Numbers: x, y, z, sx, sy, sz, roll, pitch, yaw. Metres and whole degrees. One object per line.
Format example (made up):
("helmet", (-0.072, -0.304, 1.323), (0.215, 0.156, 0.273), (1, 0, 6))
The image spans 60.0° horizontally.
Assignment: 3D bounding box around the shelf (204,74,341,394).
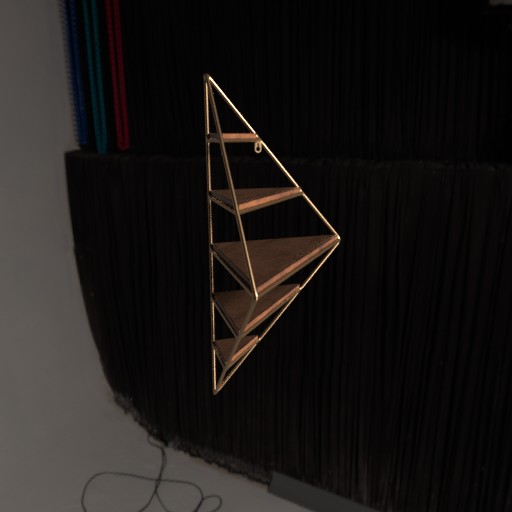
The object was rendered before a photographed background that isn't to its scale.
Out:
("shelf", (0.000, 0.000, 1.172), (0.294, 0.913, 0.564), (8, 17, 26))
